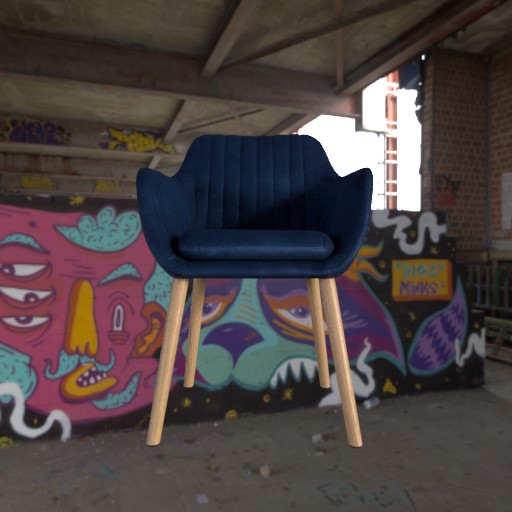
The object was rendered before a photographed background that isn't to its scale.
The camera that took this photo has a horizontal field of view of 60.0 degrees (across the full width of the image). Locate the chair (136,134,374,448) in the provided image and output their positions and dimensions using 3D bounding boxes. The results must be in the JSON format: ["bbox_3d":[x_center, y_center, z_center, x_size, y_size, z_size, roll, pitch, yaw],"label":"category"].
[{"bbox_3d":[0.000,0.000,1.239,0.578,0.826,0.573,0,0,1],"label":"chair"}]
